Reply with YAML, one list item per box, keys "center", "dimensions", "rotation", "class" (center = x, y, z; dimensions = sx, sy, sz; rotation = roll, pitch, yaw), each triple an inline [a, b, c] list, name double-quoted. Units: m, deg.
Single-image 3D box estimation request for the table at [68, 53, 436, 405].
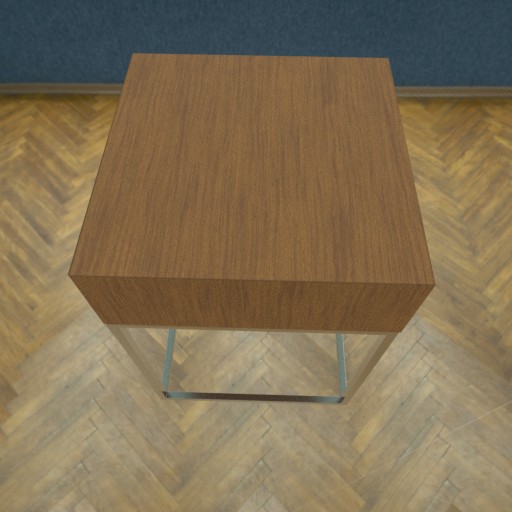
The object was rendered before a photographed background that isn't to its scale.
- center: [0.000, 0.000, 0.813]
  dimensions: [0.398, 0.540, 0.397]
  rotation: [1, 58, 1]
  class: "table"
